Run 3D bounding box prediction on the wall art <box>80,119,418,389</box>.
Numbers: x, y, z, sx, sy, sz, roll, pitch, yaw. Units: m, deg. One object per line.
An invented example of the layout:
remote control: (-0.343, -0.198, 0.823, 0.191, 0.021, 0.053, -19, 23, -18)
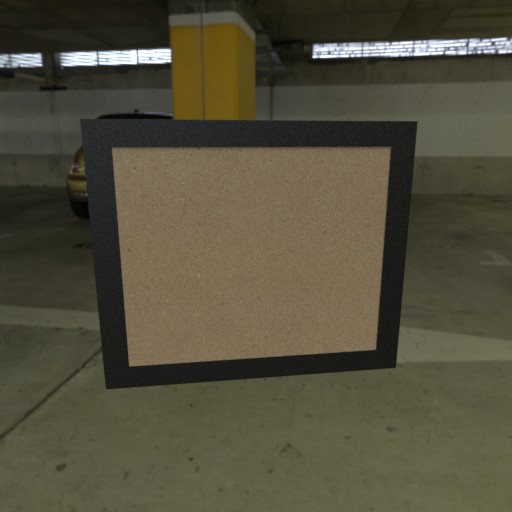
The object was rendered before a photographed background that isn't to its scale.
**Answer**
wall art: (0.000, 0.000, 0.549, 0.381, 0.321, 0.028, -2, 15, -8)
